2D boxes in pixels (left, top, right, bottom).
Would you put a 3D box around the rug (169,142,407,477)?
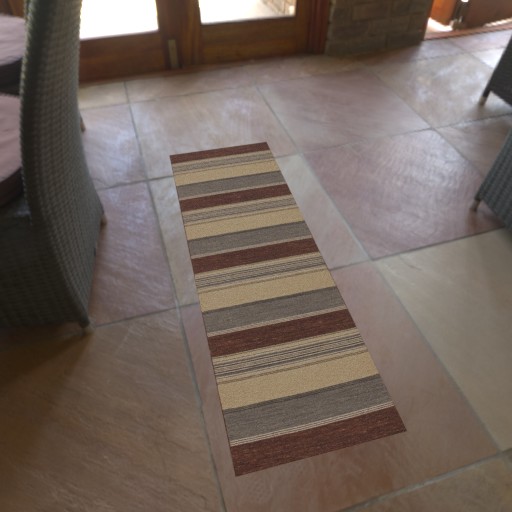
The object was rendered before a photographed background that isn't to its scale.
[{"bbox_3d":[0.000,0.000,2.743,0.792,0.006,2.437,-10,48,-10],"label":"rug"}]
